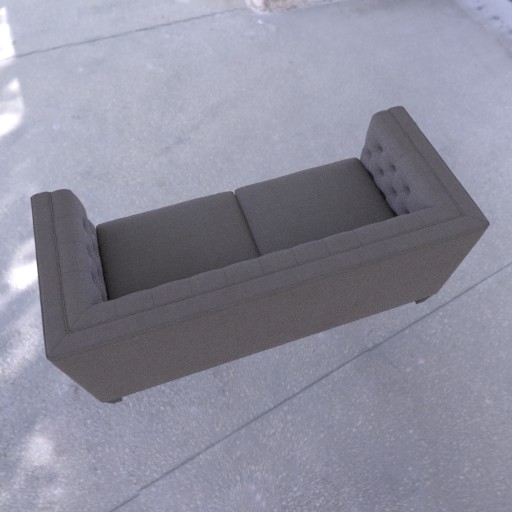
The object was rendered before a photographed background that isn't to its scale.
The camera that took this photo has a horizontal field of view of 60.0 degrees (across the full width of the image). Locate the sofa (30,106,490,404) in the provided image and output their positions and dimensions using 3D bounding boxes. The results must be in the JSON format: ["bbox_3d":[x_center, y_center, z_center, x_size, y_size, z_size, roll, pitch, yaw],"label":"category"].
[{"bbox_3d":[0.000,0.000,2.169,1.778,0.762,0.775,-16,60,-10],"label":"sofa"}]
